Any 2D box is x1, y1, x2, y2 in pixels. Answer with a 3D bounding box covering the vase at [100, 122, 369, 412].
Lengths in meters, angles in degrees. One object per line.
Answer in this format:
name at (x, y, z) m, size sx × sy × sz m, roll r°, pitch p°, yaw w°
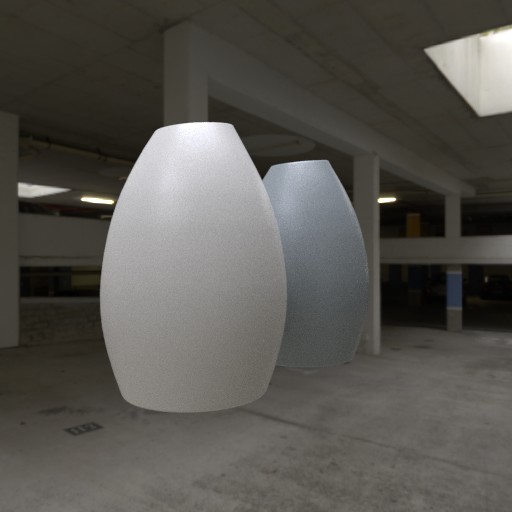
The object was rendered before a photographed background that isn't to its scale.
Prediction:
vase at (0.000, 0.000, 0.258) m, size 0.089 × 0.131 × 0.187 m, roll 0°, pitch 0°, yaw 37°
